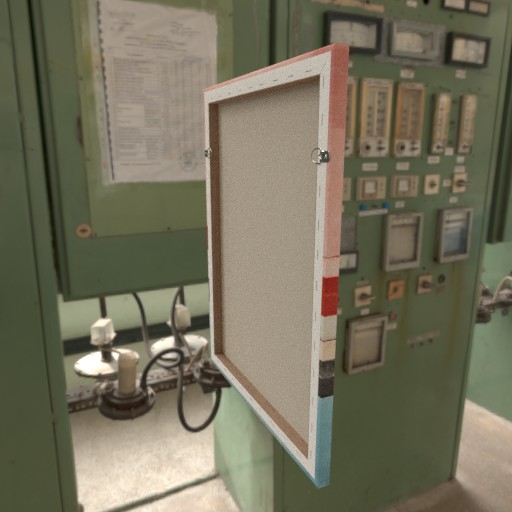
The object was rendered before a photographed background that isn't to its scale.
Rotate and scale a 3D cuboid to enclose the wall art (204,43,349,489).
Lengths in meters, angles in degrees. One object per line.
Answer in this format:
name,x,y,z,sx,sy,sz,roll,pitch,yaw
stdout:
wall art,0.000,0.000,1.315,0.039,1.016,0.761,-7,15,-25
